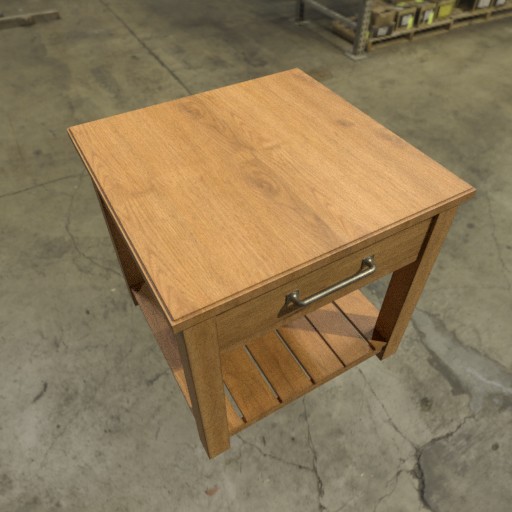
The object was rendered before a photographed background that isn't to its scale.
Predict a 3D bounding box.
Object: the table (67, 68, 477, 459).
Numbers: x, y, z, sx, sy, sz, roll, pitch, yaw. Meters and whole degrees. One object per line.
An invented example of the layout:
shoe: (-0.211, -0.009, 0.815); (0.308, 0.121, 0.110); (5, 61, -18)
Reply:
table: (0.000, 0.000, 1.116); (0.616, 0.593, 0.612); (-23, 51, -20)
